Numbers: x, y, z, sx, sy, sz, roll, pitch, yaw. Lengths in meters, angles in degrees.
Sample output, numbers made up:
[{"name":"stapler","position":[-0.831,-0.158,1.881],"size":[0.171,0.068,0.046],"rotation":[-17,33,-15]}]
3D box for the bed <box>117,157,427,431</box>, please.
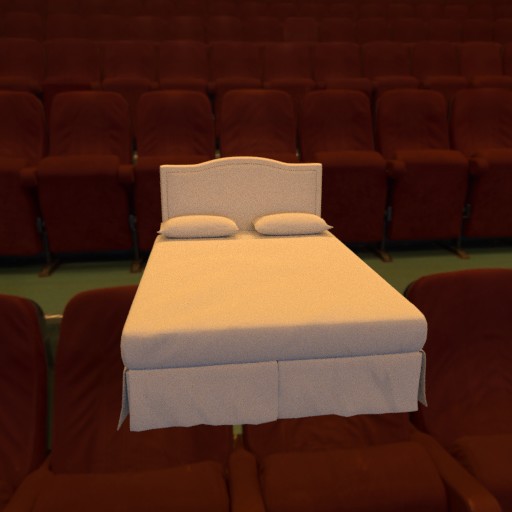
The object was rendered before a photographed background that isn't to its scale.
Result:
[{"name":"bed","position":[0.000,0.000,3.707],"size":[1.977,1.437,2.477],"rotation":[-2,17,-7]}]
